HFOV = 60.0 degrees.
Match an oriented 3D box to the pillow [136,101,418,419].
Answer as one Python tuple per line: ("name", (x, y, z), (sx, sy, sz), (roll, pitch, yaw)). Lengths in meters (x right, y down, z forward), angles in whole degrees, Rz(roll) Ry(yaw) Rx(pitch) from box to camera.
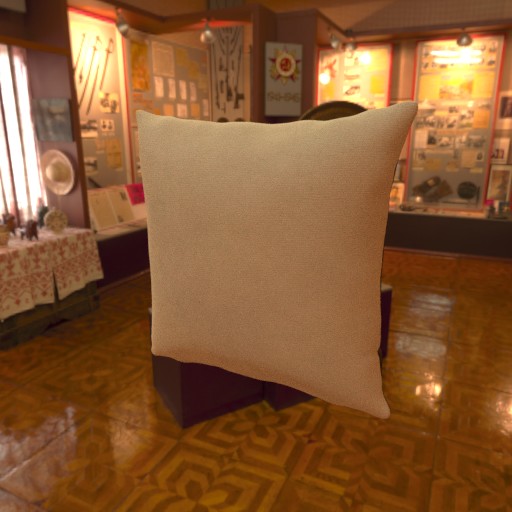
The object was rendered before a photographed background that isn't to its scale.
("pillow", (0.000, 0.000, 0.674), (0.433, 0.434, 0.196), (8, 17, 26))
